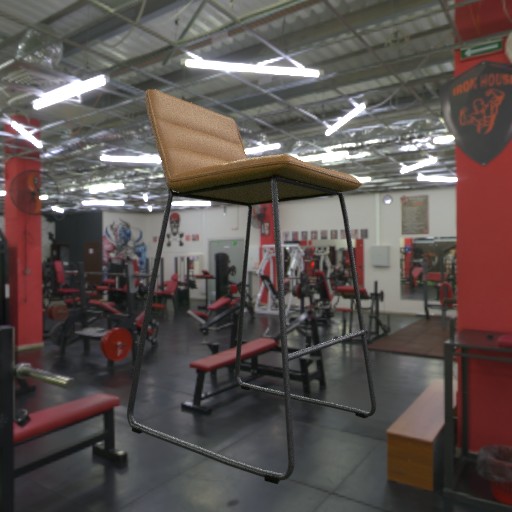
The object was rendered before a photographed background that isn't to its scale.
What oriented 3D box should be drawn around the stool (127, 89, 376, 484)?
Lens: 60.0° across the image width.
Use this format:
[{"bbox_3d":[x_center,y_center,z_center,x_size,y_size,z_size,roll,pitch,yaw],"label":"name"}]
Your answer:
[{"bbox_3d":[0.000,0.000,1.236,0.524,0.936,0.489,0,0,37],"label":"stool"}]
